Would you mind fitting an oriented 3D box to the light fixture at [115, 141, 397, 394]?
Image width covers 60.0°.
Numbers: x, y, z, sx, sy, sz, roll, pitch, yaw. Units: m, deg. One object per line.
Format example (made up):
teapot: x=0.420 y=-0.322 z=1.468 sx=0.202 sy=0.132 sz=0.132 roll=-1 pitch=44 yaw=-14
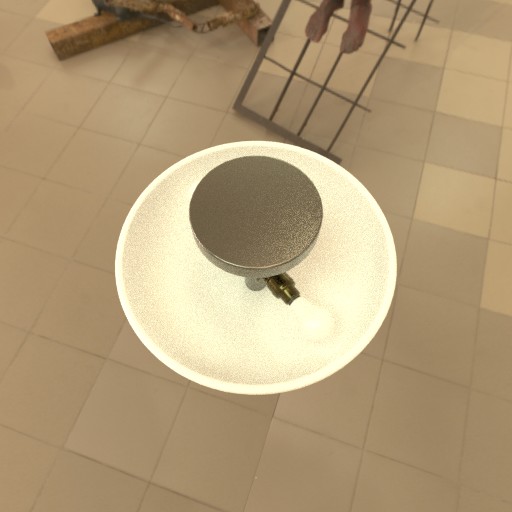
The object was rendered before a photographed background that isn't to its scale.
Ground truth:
light fixture: x=0.000 y=0.000 z=0.539 sx=0.330 sy=0.214 sz=0.330 roll=0 pitch=63 yaw=0
